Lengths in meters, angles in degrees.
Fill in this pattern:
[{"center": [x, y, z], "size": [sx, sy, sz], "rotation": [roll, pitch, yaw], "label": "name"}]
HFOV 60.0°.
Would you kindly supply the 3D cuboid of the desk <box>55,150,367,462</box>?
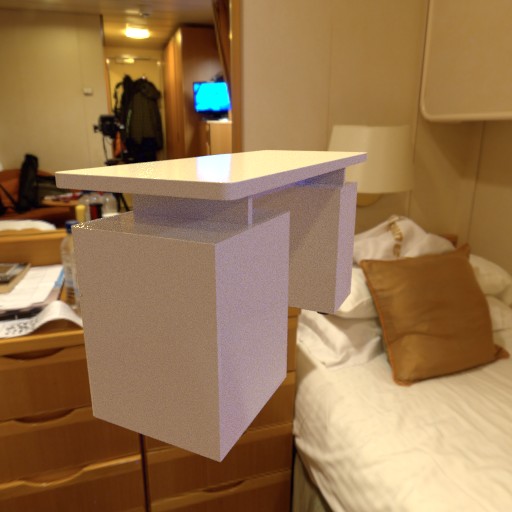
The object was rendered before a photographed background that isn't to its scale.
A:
[{"center": [0.000, 0.000, 1.785], "size": [0.550, 0.762, 1.400], "rotation": [8, 18, 25], "label": "desk"}]
